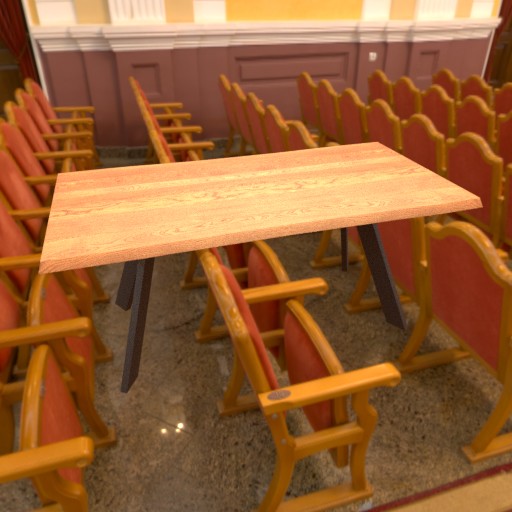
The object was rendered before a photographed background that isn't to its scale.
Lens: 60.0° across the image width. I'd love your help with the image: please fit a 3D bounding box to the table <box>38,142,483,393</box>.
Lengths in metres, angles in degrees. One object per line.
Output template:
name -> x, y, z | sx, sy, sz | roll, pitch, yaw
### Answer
table -> 0.000, 0.000, 2.255 | 1.800, 0.770, 0.900 | -9, 32, -15
